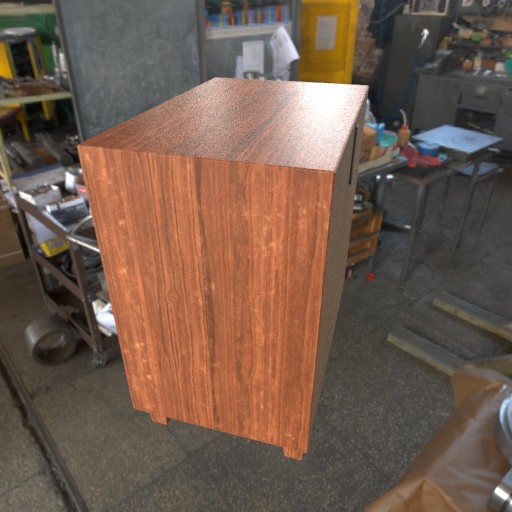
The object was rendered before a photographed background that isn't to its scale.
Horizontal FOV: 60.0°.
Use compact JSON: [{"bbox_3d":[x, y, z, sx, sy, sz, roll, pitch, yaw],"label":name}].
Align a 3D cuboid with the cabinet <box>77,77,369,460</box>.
[{"bbox_3d":[0.000,0.000,1.072,0.410,0.695,0.607,9,33,14],"label":"cabinet"}]
